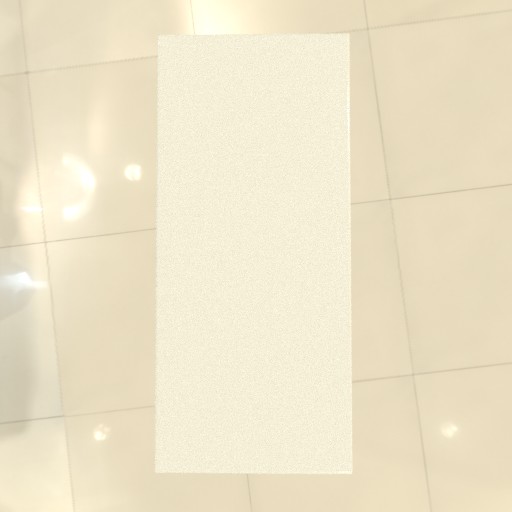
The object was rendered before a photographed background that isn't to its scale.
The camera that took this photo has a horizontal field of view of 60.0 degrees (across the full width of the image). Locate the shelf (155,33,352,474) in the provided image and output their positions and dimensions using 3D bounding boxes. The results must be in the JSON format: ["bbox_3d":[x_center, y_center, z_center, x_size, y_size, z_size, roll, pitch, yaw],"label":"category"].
[{"bbox_3d":[0.000,0.000,1.266,0.396,0.732,0.895,0,88,1],"label":"shelf"}]
